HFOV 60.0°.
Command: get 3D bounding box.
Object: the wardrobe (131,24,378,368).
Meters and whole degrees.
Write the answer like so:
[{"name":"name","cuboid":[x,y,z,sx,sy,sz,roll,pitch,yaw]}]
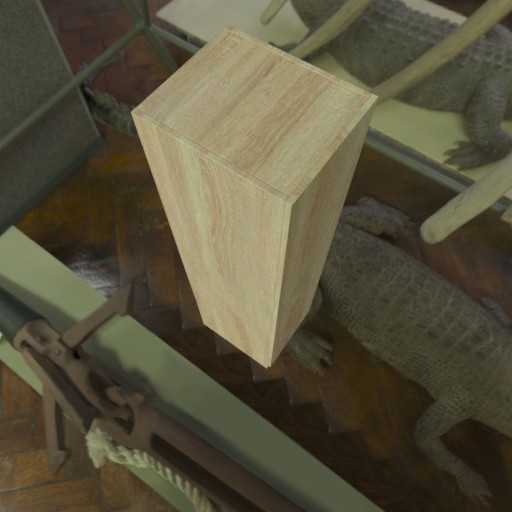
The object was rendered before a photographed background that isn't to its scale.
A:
[{"name":"wardrobe","cuboid":[0.000,0.000,2.317,0.588,2.117,0.496,32,68,15]}]
